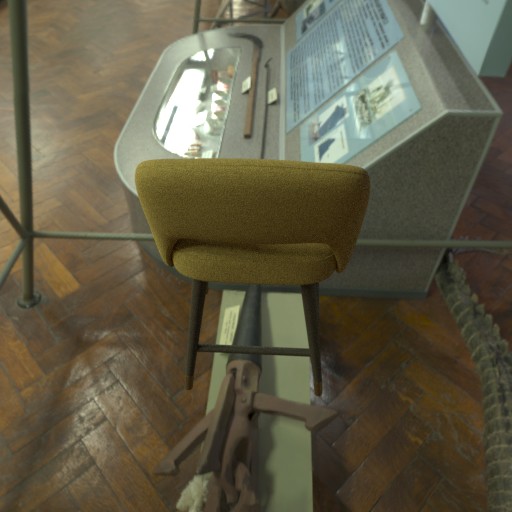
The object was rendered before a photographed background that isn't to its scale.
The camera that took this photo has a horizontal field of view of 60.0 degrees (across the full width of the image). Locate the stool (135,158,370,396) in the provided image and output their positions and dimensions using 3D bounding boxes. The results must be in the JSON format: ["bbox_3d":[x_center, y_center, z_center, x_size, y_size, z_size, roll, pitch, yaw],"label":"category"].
[{"bbox_3d":[0.000,0.000,1.286,0.536,0.939,0.522,2,45,2],"label":"stool"}]
